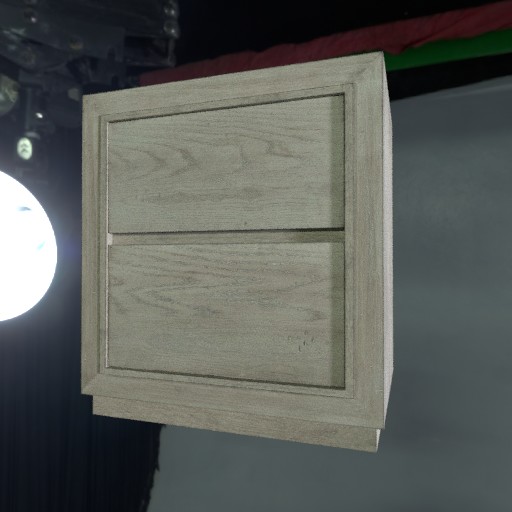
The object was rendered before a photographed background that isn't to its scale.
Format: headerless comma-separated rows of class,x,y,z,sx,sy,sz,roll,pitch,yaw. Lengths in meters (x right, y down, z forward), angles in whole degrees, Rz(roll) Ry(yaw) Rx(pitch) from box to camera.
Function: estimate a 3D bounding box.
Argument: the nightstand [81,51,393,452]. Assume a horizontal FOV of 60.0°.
nightstand,0.000,0.000,1.056,0.612,0.673,0.483,0,-1,19
